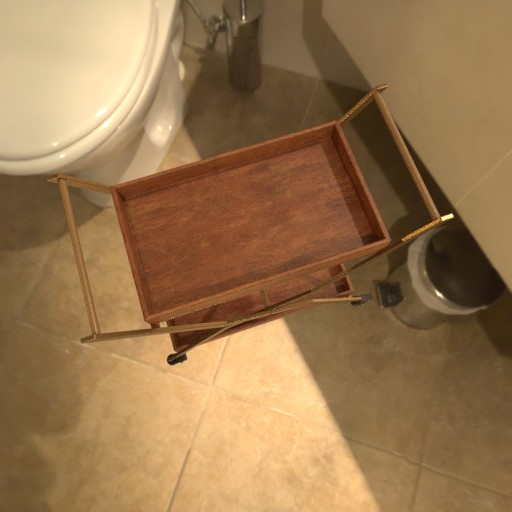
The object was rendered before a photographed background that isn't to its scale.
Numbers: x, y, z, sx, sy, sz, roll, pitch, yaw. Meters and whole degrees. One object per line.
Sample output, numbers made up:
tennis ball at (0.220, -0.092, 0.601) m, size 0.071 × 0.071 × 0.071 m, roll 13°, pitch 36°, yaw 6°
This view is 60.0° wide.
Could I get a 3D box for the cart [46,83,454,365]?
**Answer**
cart at (0.000, 0.000, 1.361) m, size 0.836 × 0.869 × 0.405 m, roll -18°, pitch 74°, yaw -5°
